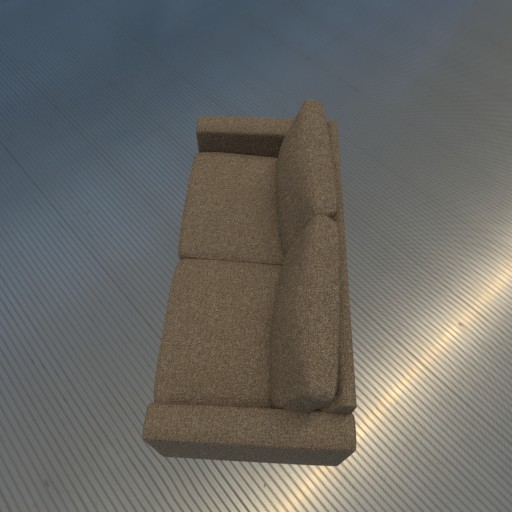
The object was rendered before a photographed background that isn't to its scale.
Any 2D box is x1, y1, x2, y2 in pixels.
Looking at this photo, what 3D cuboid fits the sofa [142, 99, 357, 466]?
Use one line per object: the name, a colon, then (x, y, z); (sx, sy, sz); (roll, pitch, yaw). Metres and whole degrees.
sofa: (0.000, 0.000, 2.676); (1.016, 0.873, 2.179); (2, 58, 2)
